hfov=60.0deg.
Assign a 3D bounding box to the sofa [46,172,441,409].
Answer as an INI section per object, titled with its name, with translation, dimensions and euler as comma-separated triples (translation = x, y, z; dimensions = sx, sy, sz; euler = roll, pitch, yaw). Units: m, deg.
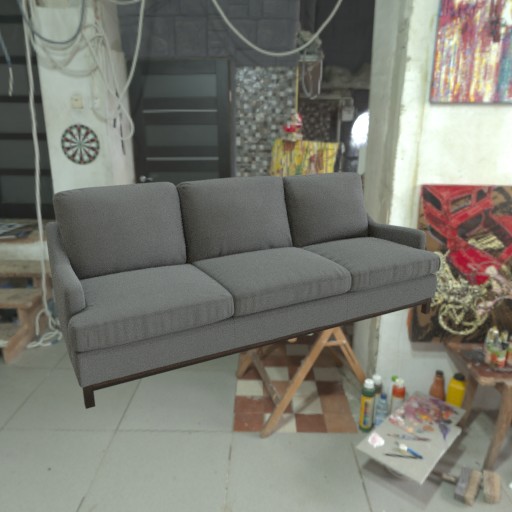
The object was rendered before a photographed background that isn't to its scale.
[sofa]
translation = 0.000, 0.000, 2.821
dimensions = 2.344, 0.926, 0.987
euler = -9, 18, -27
